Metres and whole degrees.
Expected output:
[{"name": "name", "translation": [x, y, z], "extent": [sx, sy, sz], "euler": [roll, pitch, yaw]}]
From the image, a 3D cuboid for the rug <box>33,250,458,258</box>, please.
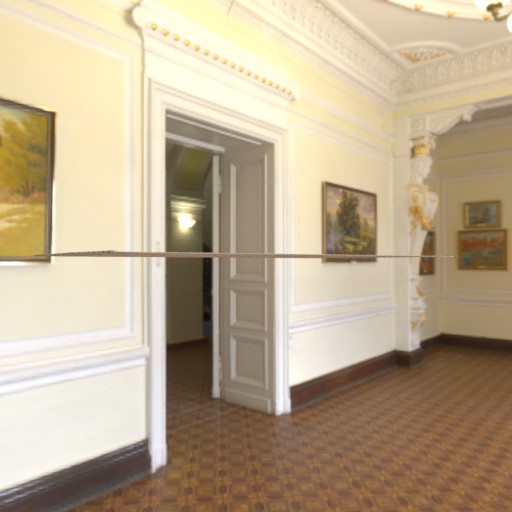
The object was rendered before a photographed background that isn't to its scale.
[{"name": "rug", "translation": [0.000, 0.000, 2.479], "extent": [2.084, 0.009, 1.222], "euler": [1, -1, -36]}]
